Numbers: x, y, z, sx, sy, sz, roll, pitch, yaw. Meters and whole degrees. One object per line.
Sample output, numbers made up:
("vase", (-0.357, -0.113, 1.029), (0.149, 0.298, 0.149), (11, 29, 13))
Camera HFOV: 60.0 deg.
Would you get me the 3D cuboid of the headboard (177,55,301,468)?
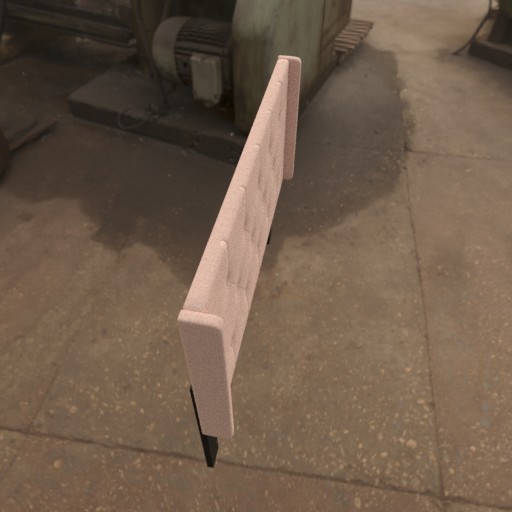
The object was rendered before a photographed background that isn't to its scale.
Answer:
("headboard", (0.000, 0.000, 2.638), (0.184, 1.524, 2.051), (8, 47, 8))
